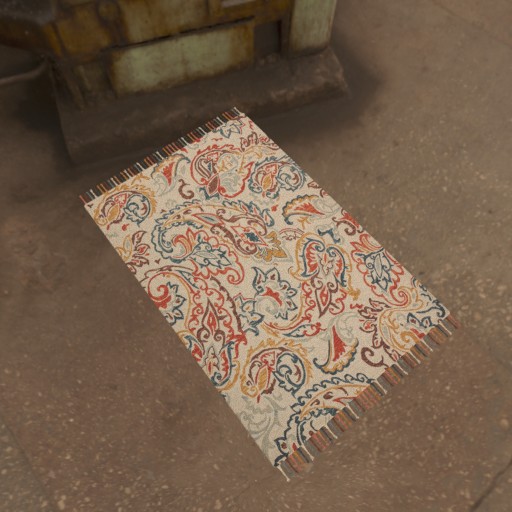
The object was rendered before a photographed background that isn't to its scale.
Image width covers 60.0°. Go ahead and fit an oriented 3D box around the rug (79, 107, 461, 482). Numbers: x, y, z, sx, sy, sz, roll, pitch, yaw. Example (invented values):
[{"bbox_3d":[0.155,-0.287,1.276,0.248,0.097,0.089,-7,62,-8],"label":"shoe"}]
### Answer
[{"bbox_3d":[0.000,0.000,2.531,1.218,0.010,1.997,-35,68,-16],"label":"rug"}]
